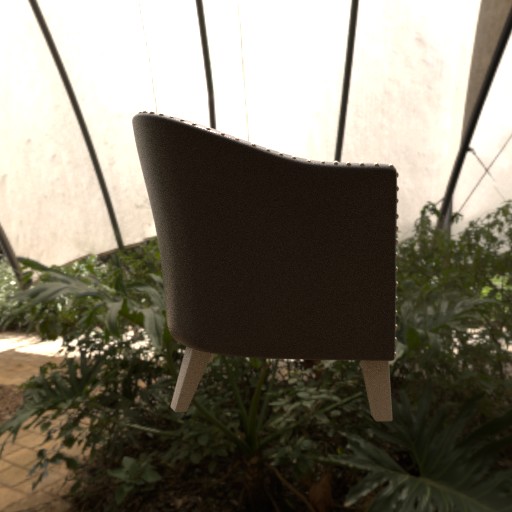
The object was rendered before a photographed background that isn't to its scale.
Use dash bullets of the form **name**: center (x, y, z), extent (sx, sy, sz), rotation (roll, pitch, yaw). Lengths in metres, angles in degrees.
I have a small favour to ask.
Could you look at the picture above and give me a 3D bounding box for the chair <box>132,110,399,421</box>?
- **chair**: center (0.000, 0.000, 1.436), extent (0.748, 0.823, 0.794), rotation (0, 0, 1)
